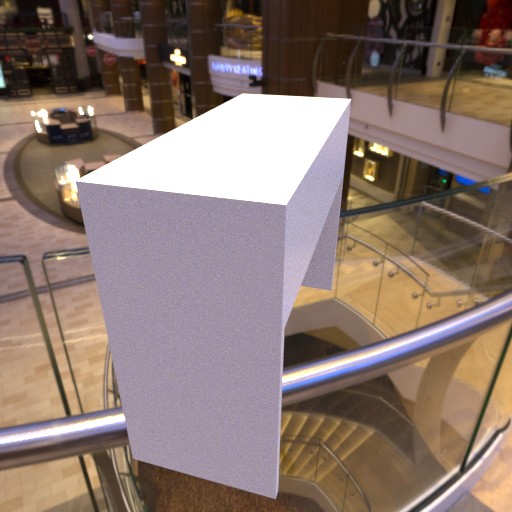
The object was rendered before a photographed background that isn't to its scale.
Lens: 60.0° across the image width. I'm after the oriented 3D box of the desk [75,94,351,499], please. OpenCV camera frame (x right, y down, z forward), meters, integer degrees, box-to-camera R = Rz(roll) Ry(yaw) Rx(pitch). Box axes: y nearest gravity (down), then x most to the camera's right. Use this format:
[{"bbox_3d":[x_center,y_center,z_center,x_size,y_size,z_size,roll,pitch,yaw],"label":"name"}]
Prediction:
[{"bbox_3d":[0.000,0.000,1.381,0.400,0.790,1.000,8,30,14],"label":"desk"}]
